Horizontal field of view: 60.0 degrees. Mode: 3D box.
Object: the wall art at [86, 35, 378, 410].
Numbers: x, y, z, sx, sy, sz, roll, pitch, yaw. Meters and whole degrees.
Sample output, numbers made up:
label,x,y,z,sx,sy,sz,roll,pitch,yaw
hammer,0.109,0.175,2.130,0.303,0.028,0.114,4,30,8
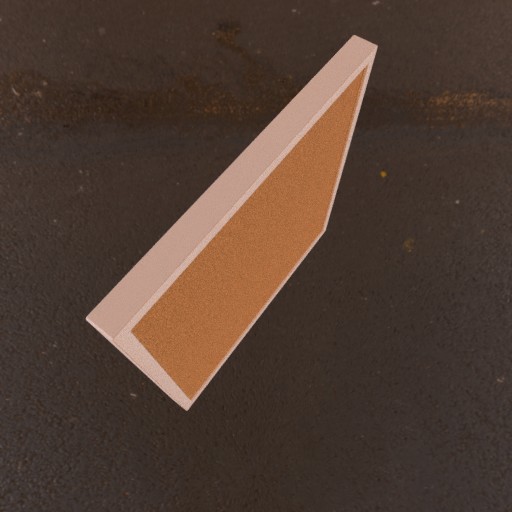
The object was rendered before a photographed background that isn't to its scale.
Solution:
label,x,y,z,sx,sy,sz,roll,pitch,yaw
wall art,0.000,0.000,0.742,0.038,0.508,0.508,33,68,15
